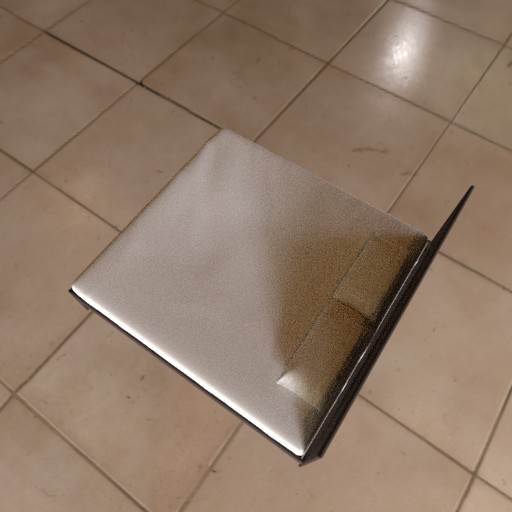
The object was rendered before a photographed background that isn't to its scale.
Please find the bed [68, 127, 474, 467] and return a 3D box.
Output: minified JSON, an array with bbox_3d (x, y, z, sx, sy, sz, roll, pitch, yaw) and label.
[{"bbox_3d":[0.000,0.000,3.353,2.151,1.173,1.993,31,67,15],"label":"bed"}]
